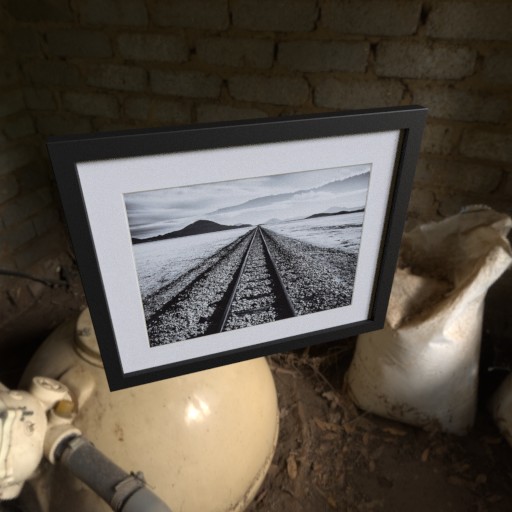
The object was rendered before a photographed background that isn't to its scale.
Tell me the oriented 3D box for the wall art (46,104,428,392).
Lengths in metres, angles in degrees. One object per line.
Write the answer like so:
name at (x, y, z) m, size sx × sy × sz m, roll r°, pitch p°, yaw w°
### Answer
wall art at (0.000, 0.000, 0.757) m, size 0.559 × 0.458 × 0.029 m, roll -10°, pitch 34°, yaw -15°
